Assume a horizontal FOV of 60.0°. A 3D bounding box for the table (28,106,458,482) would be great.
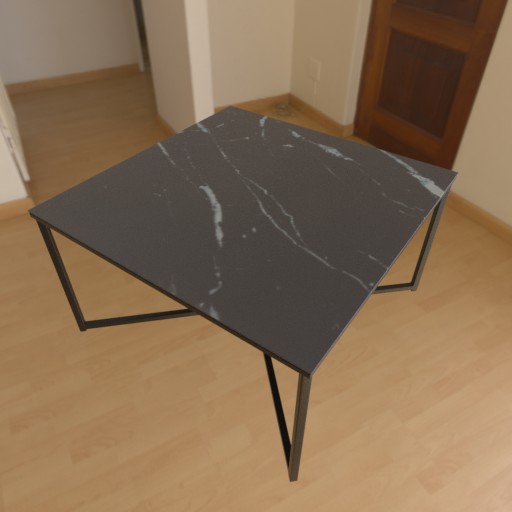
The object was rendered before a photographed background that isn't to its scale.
[{"bbox_3d":[0.000,0.000,1.297,0.800,0.450,0.800,25,47,26],"label":"table"}]
